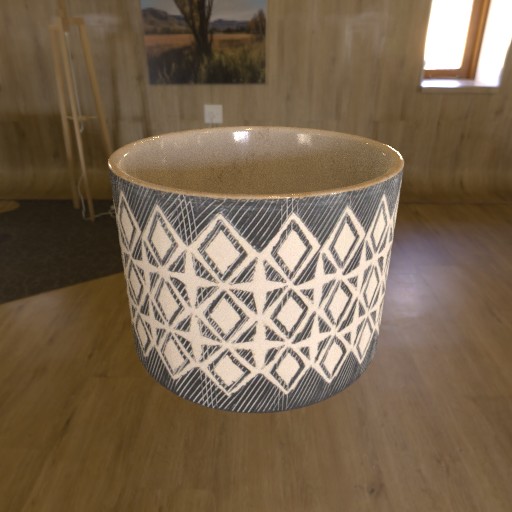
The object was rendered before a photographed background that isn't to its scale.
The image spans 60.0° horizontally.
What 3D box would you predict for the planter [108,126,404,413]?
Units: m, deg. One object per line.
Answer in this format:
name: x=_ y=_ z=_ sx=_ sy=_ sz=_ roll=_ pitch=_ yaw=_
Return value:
planter: x=0.000 y=0.000 z=0.220 sx=0.126 sy=0.104 sz=0.126 roll=0 pitch=26 yaw=0
